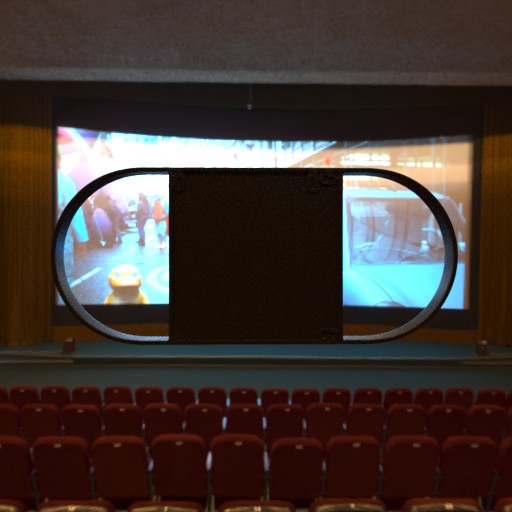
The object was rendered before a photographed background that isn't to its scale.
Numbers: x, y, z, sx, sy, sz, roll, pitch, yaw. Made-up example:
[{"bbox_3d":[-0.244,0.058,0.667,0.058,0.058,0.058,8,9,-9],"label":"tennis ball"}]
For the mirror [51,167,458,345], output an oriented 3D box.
[{"bbox_3d":[0.000,0.000,0.650,0.584,0.254,0.032,0,0,-1],"label":"mirror"}]
